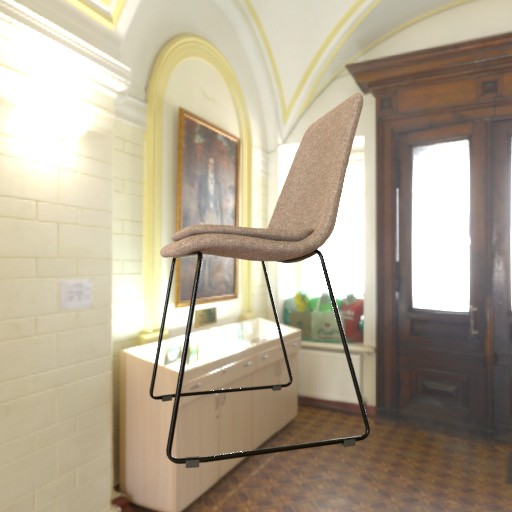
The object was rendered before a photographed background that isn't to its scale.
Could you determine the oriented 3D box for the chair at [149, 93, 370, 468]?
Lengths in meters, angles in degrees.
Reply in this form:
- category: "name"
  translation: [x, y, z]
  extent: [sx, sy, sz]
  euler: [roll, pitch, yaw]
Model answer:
- category: "chair"
  translation: [0.000, 0.000, 1.182]
  extent: [0.518, 0.858, 0.479]
  euler: [0, -1, -18]
